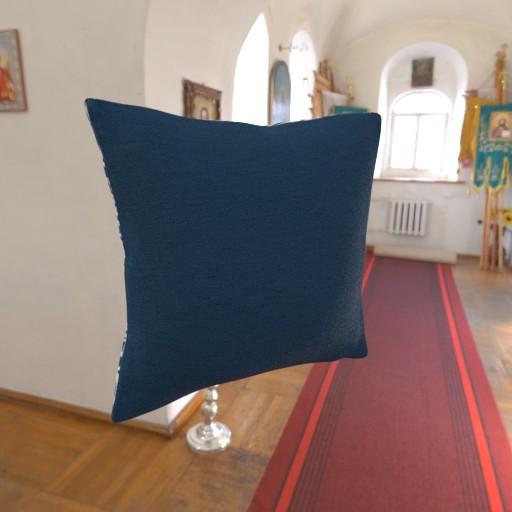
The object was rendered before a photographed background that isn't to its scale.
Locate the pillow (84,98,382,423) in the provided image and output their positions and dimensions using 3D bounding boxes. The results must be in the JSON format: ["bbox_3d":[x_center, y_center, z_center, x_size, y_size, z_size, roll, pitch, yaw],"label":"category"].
[{"bbox_3d":[0.000,0.000,0.647,0.440,0.420,0.145,-7,16,-25],"label":"pillow"}]
